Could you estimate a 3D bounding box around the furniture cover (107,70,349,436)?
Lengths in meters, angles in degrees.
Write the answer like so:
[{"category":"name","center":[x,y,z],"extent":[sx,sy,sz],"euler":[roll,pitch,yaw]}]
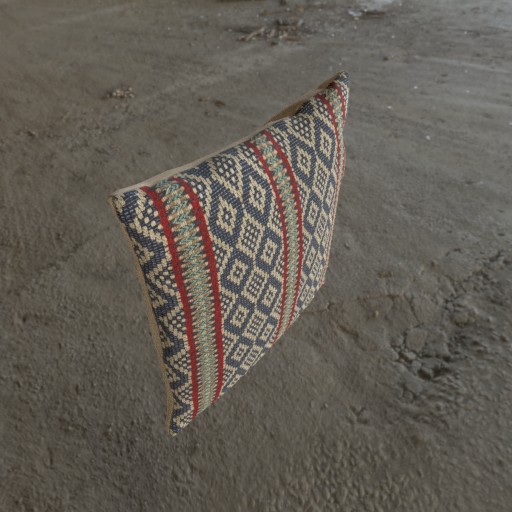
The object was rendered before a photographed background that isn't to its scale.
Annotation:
[{"category":"furniture cover","center":[0.000,0.000,0.662],"extent":[0.139,0.431,0.431],"euler":[27,48,27]}]
